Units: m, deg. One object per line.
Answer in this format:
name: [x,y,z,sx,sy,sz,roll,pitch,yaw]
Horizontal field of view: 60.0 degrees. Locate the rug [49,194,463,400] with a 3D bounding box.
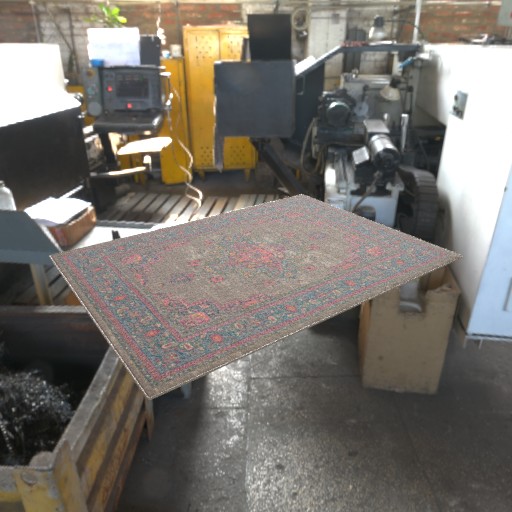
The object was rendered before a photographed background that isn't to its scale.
rug: [0.000,0.000,2.919,2.214,0.013,1.609,-18,31,-32]
